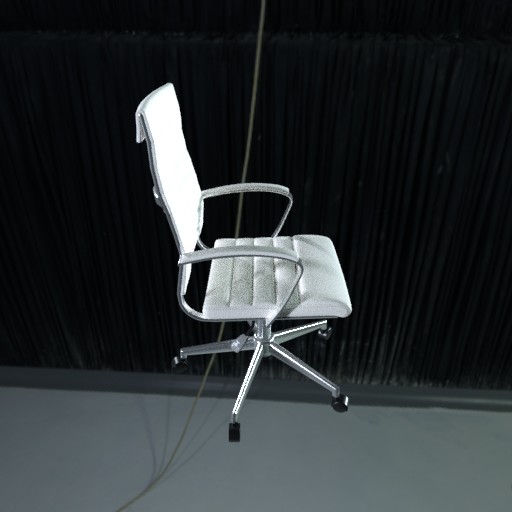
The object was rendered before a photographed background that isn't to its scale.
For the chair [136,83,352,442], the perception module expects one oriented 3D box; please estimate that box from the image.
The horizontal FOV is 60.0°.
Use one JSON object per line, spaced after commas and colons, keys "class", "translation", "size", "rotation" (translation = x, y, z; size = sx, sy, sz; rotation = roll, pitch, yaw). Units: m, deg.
{"class": "chair", "translation": [0.000, 0.000, 1.653], "size": [0.739, 1.149, 0.766], "rotation": [0, 30, 0]}
